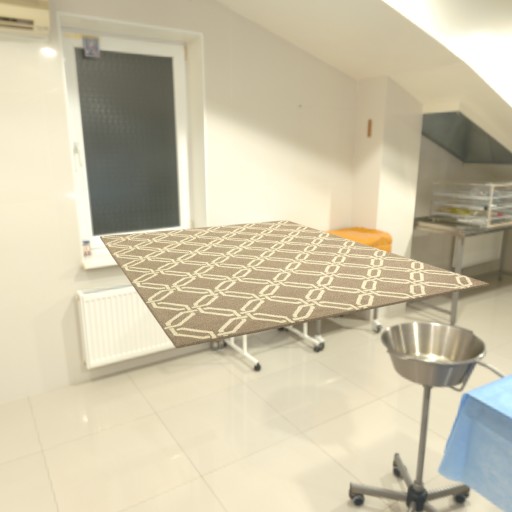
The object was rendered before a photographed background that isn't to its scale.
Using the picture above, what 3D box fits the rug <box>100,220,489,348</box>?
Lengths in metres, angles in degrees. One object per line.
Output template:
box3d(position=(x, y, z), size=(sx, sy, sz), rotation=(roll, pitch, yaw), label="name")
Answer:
box3d(position=(0.000, 0.000, 3.923), size=(2.288, 0.018, 2.895), rotation=(-7, 16, -25), label="rug")
